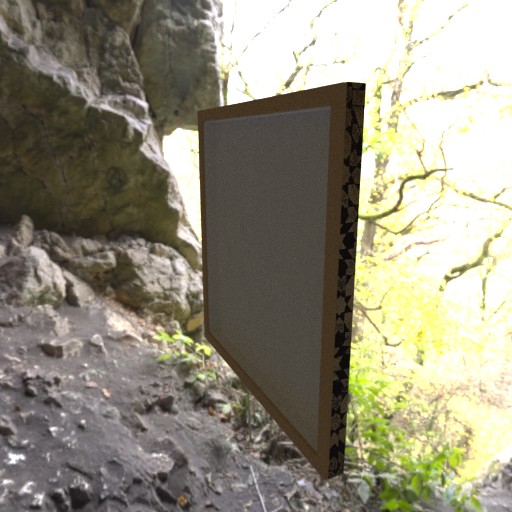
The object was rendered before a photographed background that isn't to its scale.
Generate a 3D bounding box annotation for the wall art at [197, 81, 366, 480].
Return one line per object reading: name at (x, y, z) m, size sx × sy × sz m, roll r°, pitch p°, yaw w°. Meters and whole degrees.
wall art at (0.000, 0.000, 0.922) m, size 0.038 × 0.612 × 0.612 m, roll -7°, pitch 16°, yaw -24°
